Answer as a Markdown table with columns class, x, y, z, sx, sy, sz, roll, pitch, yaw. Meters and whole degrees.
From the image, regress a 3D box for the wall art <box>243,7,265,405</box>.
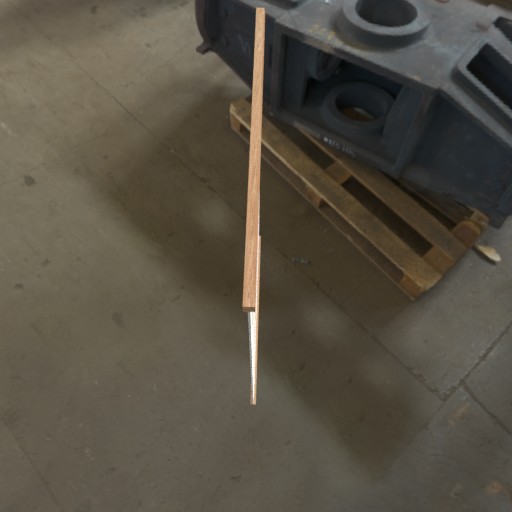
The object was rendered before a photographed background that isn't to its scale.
| class | x | y | z | sx | sy | sz | roll | pitch | yaw |
| --- | --- | --- | --- | --- | --- | --- | --- | --- | --- |
| wall art | 0.000 | 0.000 | 1.871 | 0.028 | 1.533 | 0.999 | 2 | 64 | 1 |
